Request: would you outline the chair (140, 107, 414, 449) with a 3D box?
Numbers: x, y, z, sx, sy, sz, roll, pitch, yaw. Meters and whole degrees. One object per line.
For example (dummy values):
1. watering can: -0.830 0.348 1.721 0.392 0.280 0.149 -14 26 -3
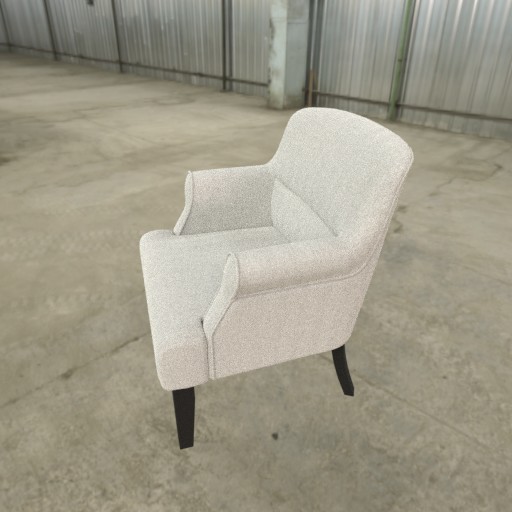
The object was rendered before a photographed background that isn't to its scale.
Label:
1. chair: 0.000 0.000 1.500 0.750 0.875 0.781 -8 30 -14
